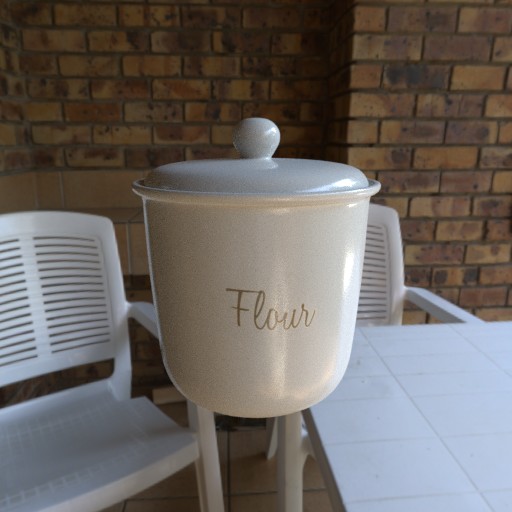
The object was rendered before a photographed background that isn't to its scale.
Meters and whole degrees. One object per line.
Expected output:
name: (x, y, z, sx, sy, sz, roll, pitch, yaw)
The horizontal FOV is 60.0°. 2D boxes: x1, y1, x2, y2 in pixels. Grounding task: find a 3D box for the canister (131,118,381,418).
canister: (0.000, 0.000, 0.349, 0.182, 0.208, 0.182, 0, 14, 0)
